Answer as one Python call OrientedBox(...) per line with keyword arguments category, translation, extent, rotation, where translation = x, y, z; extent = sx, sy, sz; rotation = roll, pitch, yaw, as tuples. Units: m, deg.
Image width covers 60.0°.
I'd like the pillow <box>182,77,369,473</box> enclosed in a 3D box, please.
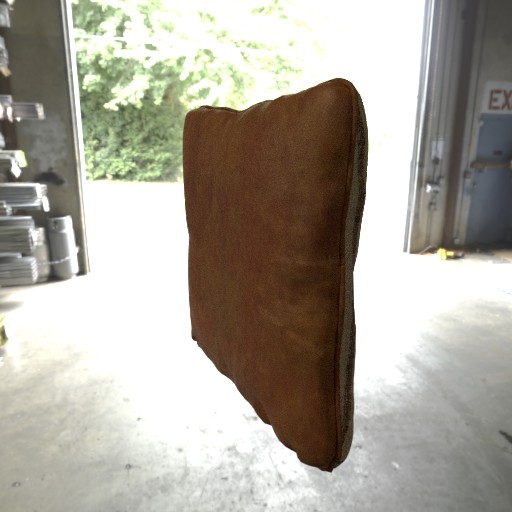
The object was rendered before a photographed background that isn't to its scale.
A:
OrientedBox(category="pillow", translation=(0.000, 0.000, 0.715), extent=(0.130, 0.490, 0.489), rotation=(-7, 16, -26))
